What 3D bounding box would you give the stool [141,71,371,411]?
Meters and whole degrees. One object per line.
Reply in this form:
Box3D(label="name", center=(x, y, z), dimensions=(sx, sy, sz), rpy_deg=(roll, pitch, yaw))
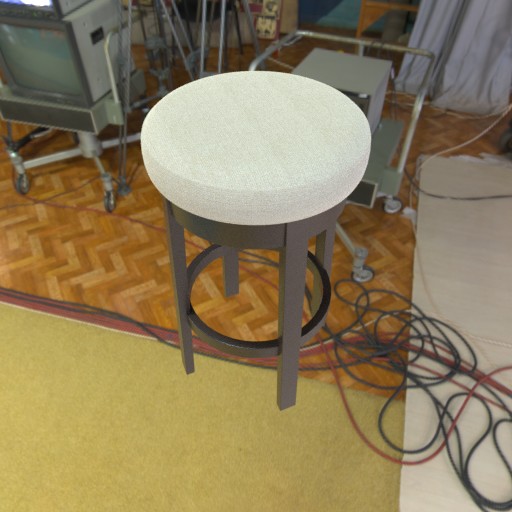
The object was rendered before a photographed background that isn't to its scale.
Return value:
Box3D(label="stool", center=(0.000, 0.000, 1.071), dimensions=(0.446, 0.758, 0.446), rpy_deg=(0, 45, 0))
